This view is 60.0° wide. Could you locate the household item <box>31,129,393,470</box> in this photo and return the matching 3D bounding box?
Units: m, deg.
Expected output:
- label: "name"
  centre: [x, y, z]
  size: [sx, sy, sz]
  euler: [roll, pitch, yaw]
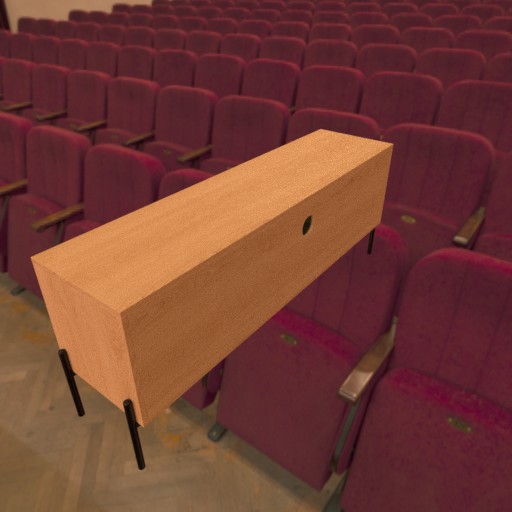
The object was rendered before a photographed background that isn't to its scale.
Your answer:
- label: "household item"
  centre: [0.000, 0.000, 1.757]
  size: [0.400, 0.600, 1.550]
  euler: [22, 38, 31]
